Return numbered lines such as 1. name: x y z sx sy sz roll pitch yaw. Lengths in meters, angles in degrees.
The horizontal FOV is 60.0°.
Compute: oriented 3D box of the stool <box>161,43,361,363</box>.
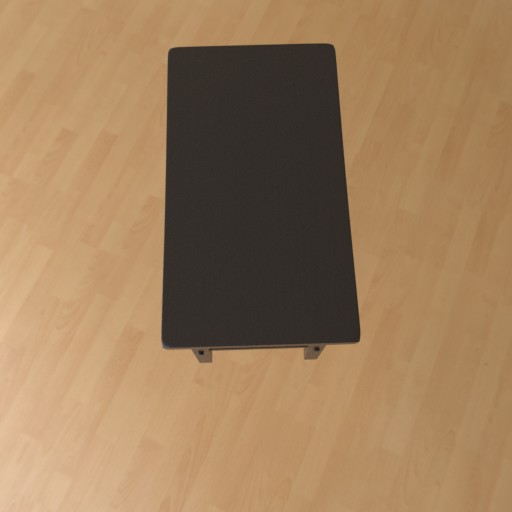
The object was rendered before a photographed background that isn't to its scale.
1. stool: 0.000 0.000 0.915 0.322 0.742 0.406 -2 75 0
